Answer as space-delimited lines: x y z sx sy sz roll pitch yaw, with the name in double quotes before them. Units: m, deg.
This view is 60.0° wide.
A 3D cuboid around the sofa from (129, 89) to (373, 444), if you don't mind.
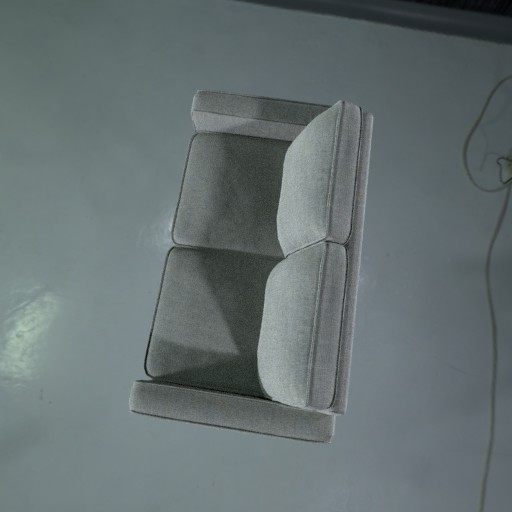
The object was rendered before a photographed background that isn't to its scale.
"sofa" 0.000 0.000 2.310 0.945 0.915 1.706 8 75 2
